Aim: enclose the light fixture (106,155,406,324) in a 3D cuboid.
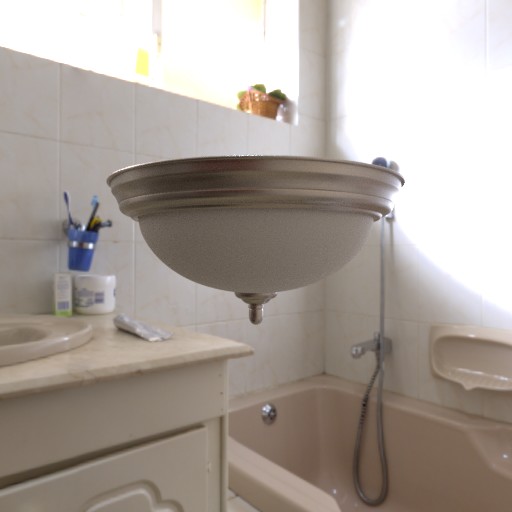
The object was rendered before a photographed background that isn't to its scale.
[{"bbox_3d":[0.000,0.000,0.436,0.280,0.135,0.280,0,0,0],"label":"light fixture"}]
